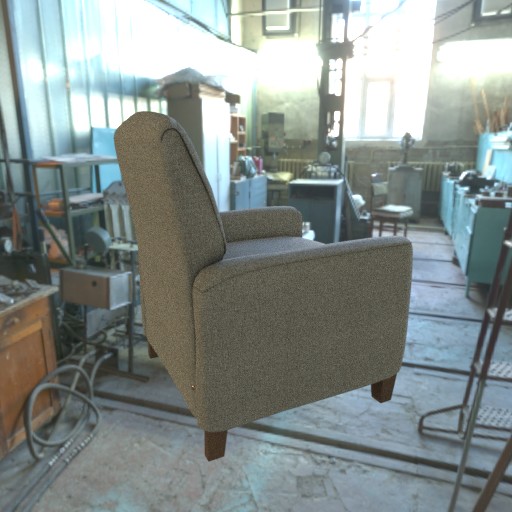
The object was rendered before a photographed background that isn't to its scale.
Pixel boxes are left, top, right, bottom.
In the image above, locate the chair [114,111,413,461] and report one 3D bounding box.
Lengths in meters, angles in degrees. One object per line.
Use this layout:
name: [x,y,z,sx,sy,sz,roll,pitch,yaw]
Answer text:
chair: [0.000,0.000,1.663,0.864,1.014,0.848,-8,17,-26]
